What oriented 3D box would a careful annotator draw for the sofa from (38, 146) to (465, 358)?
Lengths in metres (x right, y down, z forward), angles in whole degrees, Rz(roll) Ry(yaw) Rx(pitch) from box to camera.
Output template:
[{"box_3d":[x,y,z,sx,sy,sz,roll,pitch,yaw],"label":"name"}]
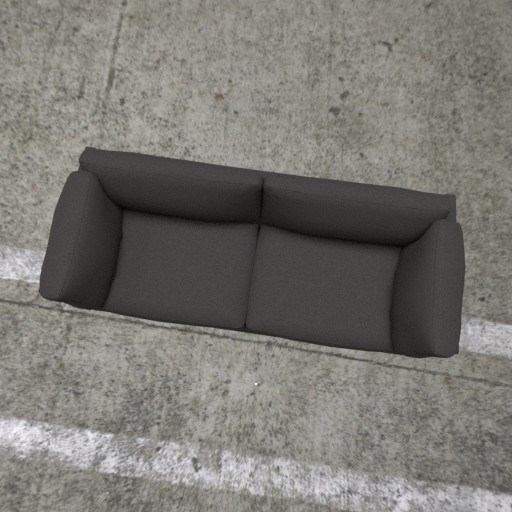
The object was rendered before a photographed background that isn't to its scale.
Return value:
[{"box_3d":[0.000,0.000,2.708,2.312,0.792,0.969,8,74,2],"label":"sofa"}]
